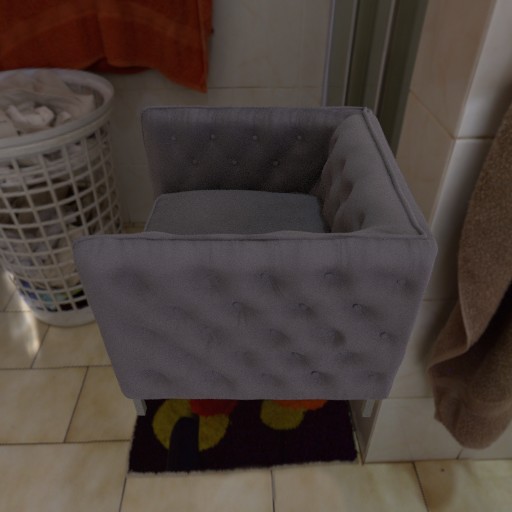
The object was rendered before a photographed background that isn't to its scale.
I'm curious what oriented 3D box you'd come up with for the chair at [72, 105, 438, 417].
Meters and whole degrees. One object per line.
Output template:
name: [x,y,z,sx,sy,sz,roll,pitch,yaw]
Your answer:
chair: [0.000,0.000,1.618,0.913,0.807,0.946,0,40,0]
